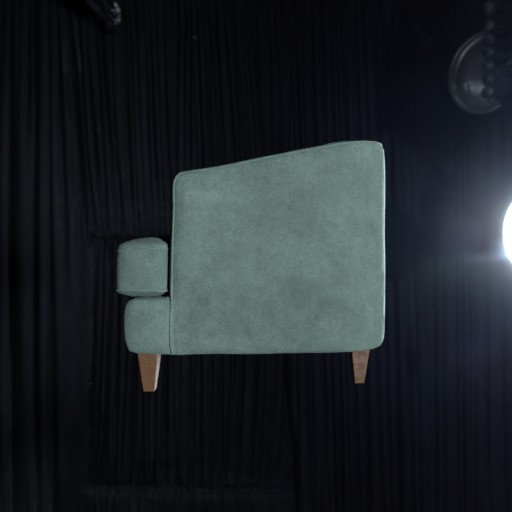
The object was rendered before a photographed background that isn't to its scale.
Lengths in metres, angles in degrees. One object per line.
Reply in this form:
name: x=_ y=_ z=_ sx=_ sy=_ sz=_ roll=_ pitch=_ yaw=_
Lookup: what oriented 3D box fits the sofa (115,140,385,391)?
sofa: x=0.000 y=0.000 z=2.241 sx=0.941 sy=0.855 sz=1.733 roll=0 pitch=1 yaw=0
